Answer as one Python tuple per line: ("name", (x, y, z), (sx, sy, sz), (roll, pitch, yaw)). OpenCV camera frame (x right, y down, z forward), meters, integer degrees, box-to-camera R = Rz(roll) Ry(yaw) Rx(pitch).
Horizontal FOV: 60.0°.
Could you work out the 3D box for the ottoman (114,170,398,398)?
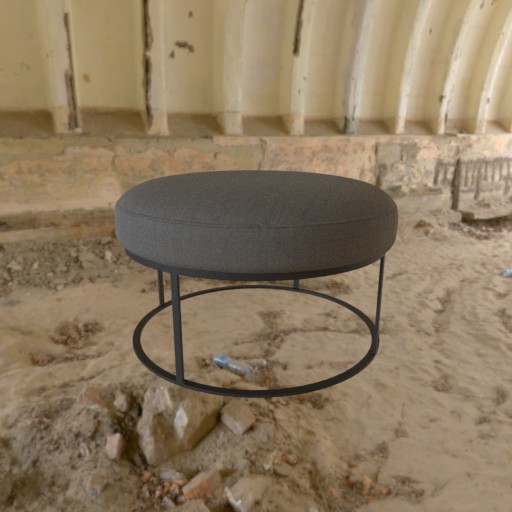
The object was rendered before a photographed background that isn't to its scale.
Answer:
("ottoman", (0.000, 0.000, 1.295), (0.772, 0.460, 0.772), (0, 16, 0))
